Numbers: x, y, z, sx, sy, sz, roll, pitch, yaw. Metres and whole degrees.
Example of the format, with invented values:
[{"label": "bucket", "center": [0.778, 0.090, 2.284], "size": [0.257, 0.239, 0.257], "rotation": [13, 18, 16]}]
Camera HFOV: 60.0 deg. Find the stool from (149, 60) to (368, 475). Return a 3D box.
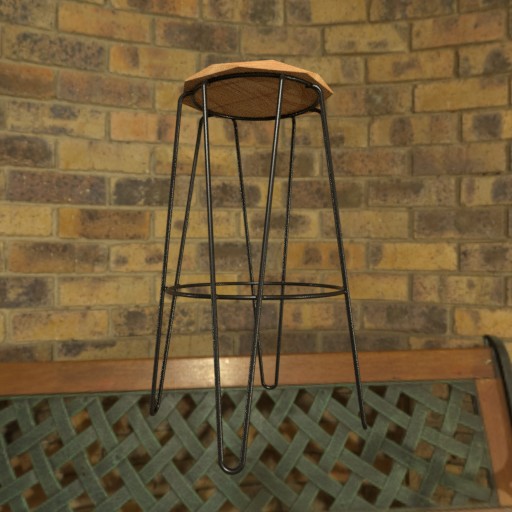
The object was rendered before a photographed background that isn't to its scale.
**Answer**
[{"label": "stool", "center": [0.000, 0.000, 0.810], "size": [0.326, 0.610, 0.326], "rotation": [0, 0, -35]}]
